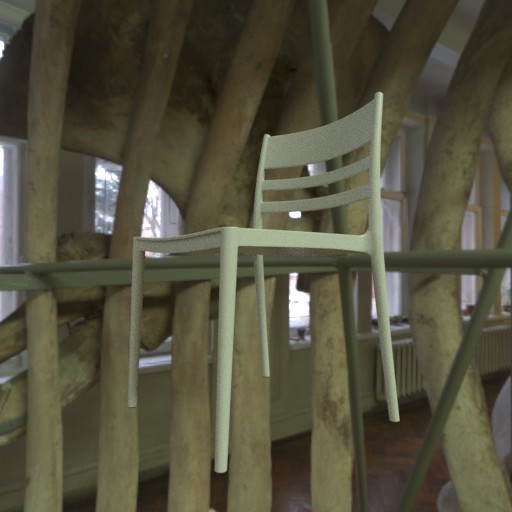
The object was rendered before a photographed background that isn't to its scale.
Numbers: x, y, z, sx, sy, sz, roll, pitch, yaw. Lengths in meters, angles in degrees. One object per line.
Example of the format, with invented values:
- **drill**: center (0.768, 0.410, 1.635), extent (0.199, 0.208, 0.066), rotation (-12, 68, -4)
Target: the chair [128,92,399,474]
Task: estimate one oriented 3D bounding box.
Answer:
- **chair**: center (0.000, 0.000, 1.144), extent (0.511, 0.800, 0.531), rotation (0, -1, -36)
